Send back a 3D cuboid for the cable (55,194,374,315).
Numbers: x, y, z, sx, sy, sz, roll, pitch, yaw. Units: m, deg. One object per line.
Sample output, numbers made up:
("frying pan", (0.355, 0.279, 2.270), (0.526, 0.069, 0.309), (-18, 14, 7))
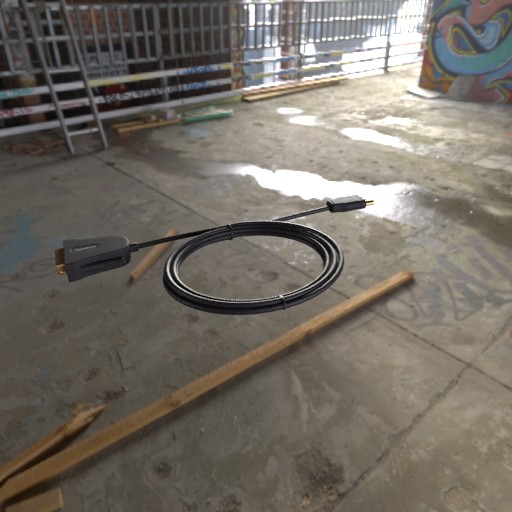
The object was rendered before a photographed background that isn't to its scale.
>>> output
("cable", (0.000, 0.000, 0.337), (0.281, 0.015, 0.136), (-12, 33, -19))
